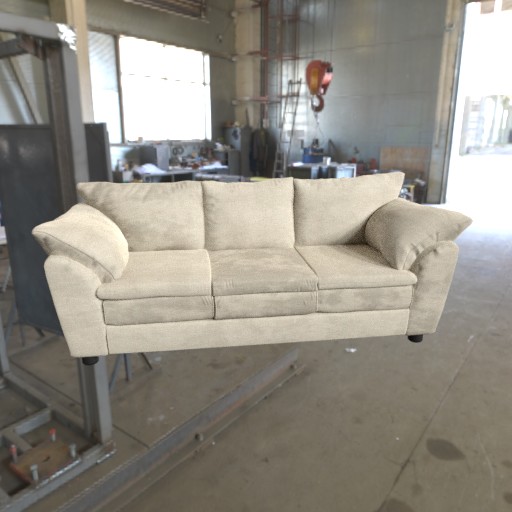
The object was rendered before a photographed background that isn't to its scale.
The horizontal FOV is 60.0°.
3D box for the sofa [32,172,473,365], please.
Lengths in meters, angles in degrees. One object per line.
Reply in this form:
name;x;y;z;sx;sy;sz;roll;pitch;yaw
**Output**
sofa;0.000;0.000;2.799;2.377;0.981;0.893;-2;15;-8
